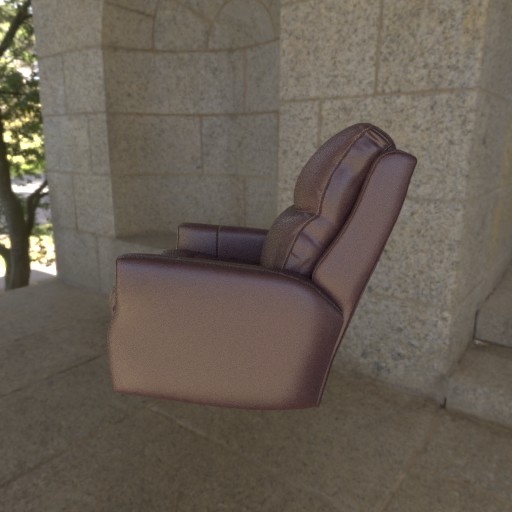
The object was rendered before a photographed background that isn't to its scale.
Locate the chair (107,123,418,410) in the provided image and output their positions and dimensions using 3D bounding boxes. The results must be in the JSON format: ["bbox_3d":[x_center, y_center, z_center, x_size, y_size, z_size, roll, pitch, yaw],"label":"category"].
[{"bbox_3d":[0.000,0.000,1.825,1.080,1.030,0.829,2,14,8],"label":"chair"}]
